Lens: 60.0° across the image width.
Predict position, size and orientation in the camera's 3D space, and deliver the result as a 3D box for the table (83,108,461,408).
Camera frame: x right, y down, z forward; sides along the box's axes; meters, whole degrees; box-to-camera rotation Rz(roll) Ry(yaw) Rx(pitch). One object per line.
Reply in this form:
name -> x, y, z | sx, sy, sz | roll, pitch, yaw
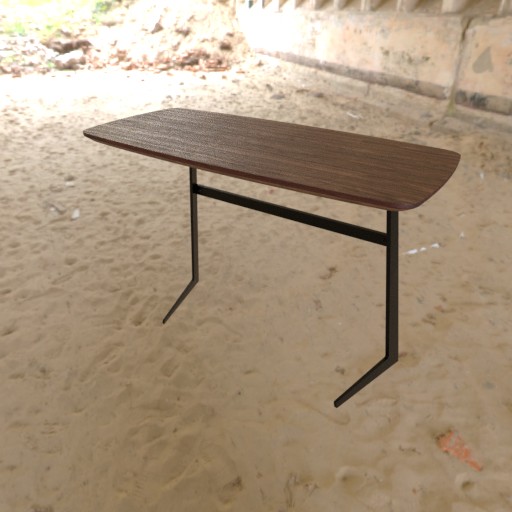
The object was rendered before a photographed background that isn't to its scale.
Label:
table -> 0.000, 0.000, 1.104 | 0.804, 0.576, 0.361 | 19, 35, 29
